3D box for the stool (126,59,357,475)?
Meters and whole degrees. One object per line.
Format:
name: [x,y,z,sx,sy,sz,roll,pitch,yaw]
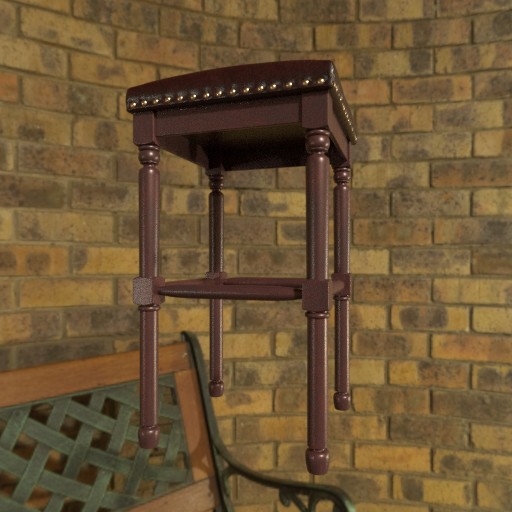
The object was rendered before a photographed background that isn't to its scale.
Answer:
stool: [0.000,0.000,0.923,0.383,0.702,0.382,0,0,18]
